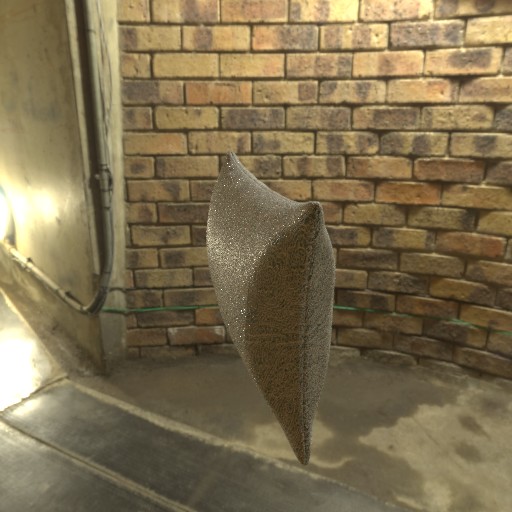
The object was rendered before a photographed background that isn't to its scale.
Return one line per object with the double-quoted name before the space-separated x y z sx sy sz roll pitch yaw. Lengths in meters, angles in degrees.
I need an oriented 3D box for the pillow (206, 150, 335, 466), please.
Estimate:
"pillow" 0.000 0.000 0.731 0.151 0.295 0.615 -3 18 -10
